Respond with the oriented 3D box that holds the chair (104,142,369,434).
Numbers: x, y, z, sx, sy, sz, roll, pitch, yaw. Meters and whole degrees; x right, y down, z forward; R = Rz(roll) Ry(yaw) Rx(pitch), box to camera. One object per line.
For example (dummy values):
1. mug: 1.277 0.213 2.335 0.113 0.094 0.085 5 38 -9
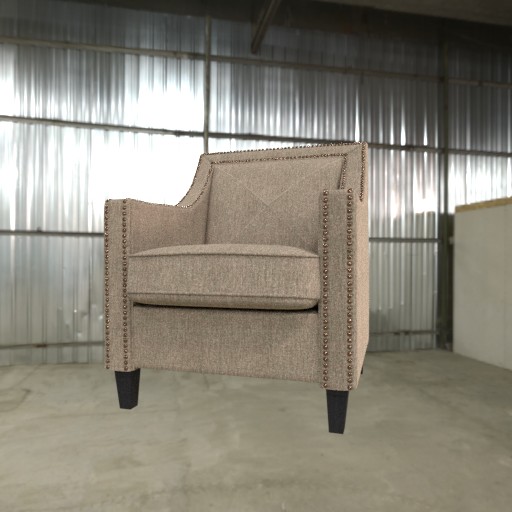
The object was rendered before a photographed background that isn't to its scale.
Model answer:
1. chair: 0.000 0.000 1.626 0.776 0.967 0.884 0 0 17
